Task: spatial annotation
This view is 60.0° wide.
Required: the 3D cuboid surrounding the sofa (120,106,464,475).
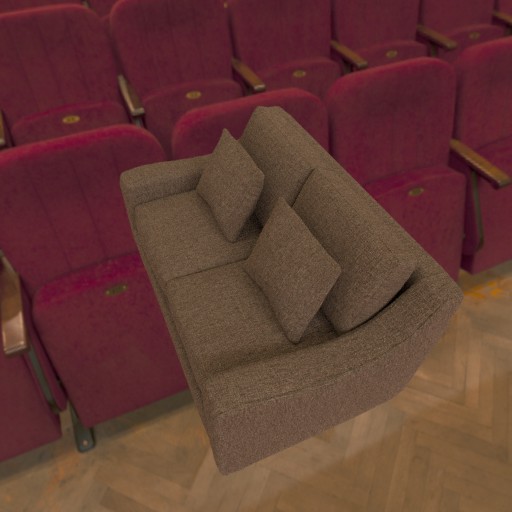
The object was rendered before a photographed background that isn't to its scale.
[{"bbox_3d":[0.000,0.000,2.426,1.120,0.991,1.778,-18,48,-16],"label":"sofa"}]
